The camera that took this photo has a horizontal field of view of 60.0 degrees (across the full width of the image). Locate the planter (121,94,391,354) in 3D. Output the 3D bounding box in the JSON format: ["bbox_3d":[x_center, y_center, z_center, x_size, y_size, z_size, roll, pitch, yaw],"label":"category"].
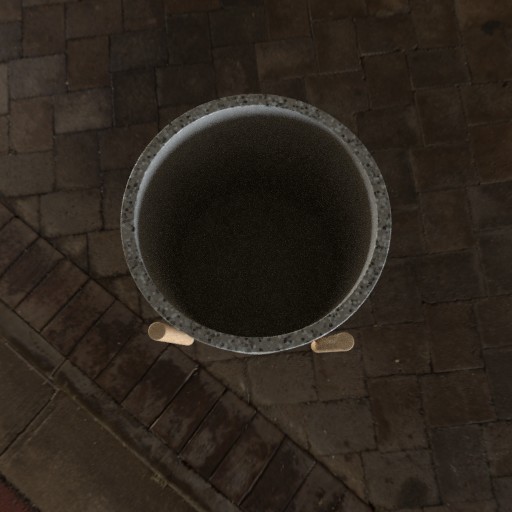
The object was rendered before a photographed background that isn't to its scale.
[{"bbox_3d":[0.000,0.000,0.701,0.360,0.419,0.360,-19,78,-4],"label":"planter"}]
